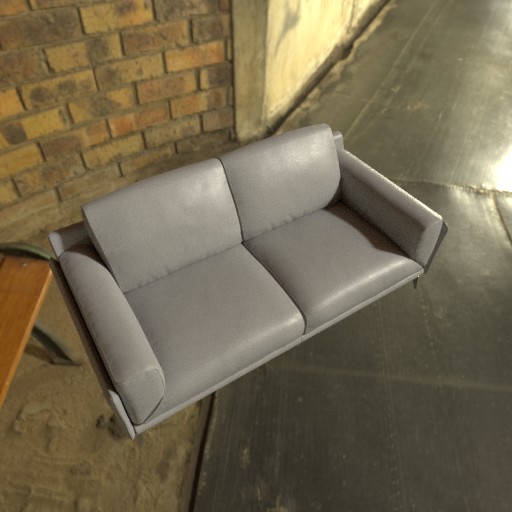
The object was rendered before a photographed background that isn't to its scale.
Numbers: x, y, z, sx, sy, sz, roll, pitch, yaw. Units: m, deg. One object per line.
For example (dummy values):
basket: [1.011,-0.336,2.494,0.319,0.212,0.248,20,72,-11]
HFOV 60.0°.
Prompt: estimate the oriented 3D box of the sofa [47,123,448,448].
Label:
sofa: [0.000,0.000,2.626,2.101,0.930,1.049,-24,50,-22]
